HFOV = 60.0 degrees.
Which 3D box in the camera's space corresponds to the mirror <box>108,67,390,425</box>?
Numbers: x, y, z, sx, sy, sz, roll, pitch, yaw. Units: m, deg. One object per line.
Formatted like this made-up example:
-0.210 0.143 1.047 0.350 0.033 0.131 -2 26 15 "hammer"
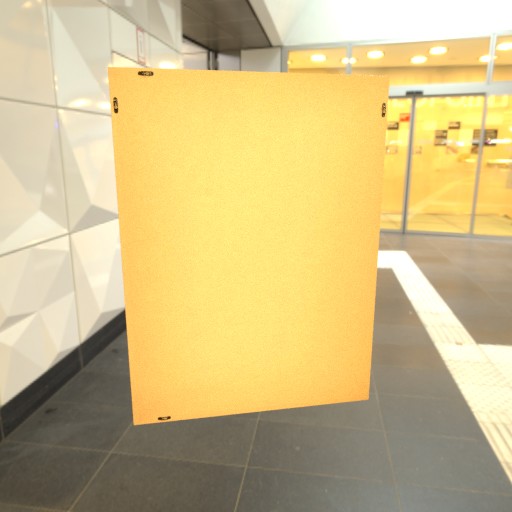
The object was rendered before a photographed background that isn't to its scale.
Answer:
0.000 0.000 1.312 0.762 1.016 0.040 -3 14 -10 "mirror"
